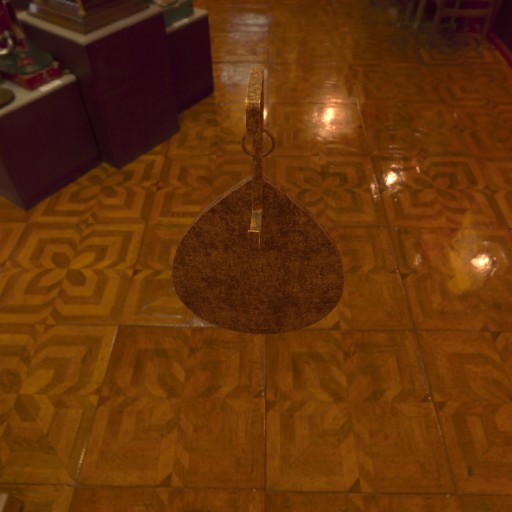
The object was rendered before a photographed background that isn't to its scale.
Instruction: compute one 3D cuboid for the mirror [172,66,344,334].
[{"bbox_3d":[0.000,0.000,0.894,0.405,0.744,0.144,3,48,2],"label":"mirror"}]
